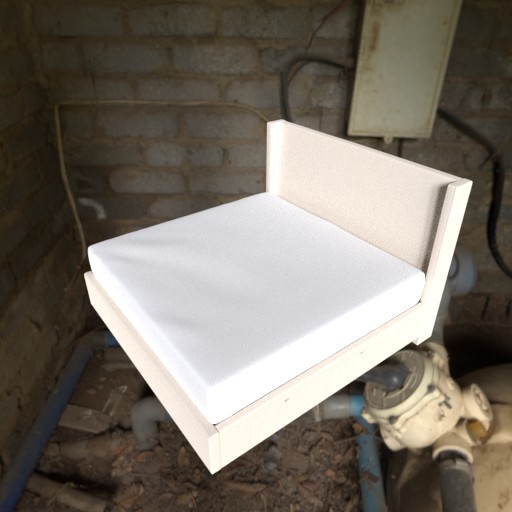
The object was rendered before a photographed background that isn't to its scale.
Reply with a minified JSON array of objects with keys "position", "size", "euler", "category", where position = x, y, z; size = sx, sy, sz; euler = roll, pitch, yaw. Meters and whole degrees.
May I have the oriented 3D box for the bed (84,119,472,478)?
[{"position":[0.000,0.000,3.688],"size":[2.293,1.471,2.145],"euler":[-21,37,-31],"category":"bed"}]
